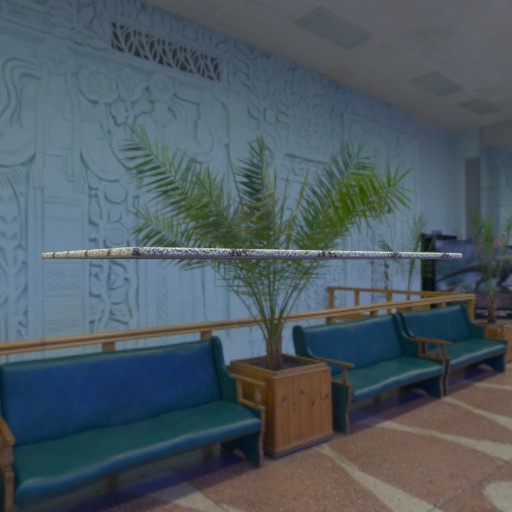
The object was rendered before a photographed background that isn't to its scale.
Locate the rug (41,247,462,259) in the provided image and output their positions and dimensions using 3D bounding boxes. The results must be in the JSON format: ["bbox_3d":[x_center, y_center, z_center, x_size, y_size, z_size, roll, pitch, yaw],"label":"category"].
[{"bbox_3d":[0.000,0.000,2.256,1.778,0.030,1.219,0,-1,-37],"label":"rug"}]
